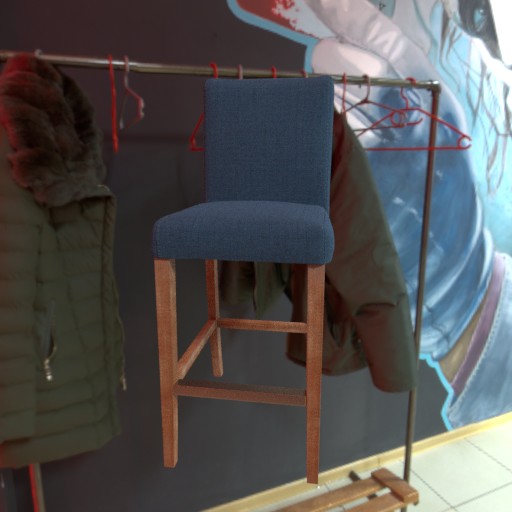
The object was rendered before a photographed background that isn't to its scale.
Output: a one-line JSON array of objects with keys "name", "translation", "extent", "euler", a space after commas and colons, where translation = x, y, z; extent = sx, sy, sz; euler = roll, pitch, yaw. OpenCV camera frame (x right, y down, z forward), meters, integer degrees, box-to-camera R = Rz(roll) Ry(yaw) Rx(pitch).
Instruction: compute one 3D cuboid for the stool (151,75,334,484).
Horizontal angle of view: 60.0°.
[{"name": "stool", "translation": [0.000, 0.000, 1.332], "extent": [0.454, 1.088, 0.574], "euler": [2, 13, 9]}]
